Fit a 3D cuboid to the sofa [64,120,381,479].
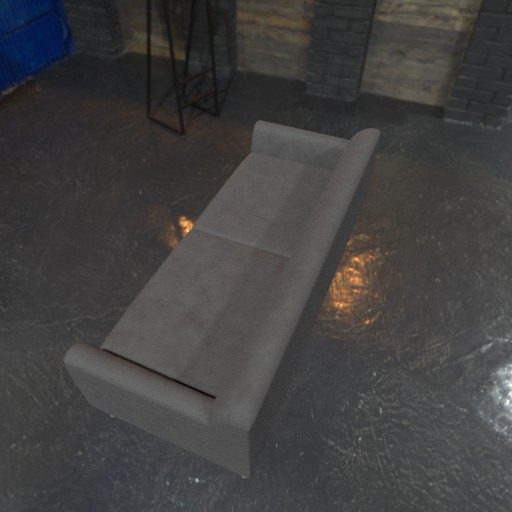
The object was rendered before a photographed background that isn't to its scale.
[{"bbox_3d":[0.000,0.000,2.626,0.900,0.740,2.190,17,49,16],"label":"sofa"}]
